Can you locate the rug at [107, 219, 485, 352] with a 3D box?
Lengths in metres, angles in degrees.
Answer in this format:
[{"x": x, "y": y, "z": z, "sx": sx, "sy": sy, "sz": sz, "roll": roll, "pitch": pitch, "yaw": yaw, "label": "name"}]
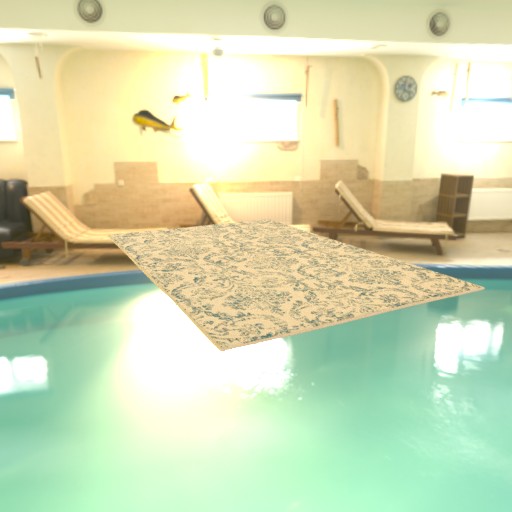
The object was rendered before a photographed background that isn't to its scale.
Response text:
[{"x": 0.000, "y": 0.000, "z": 3.554, "sx": 1.819, "sy": 0.018, "sz": 2.746, "roll": -8, "pitch": 17, "yaw": -27, "label": "rug"}]
